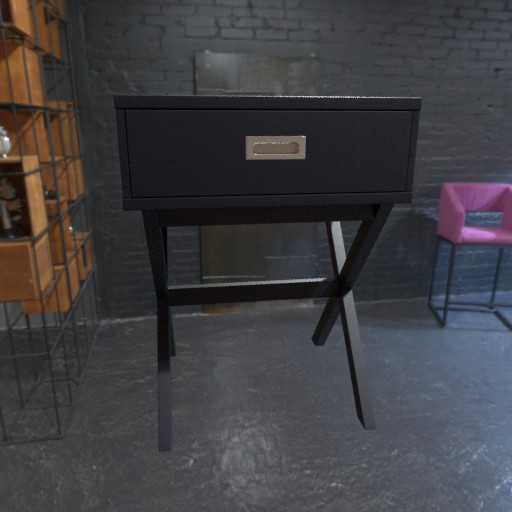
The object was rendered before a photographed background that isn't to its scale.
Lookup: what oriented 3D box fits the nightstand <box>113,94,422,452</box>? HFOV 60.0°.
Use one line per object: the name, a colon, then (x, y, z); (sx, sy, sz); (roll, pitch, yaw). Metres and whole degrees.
nightstand: (0.000, 0.000, 0.953); (0.479, 0.623, 0.402); (-2, 16, -8)
